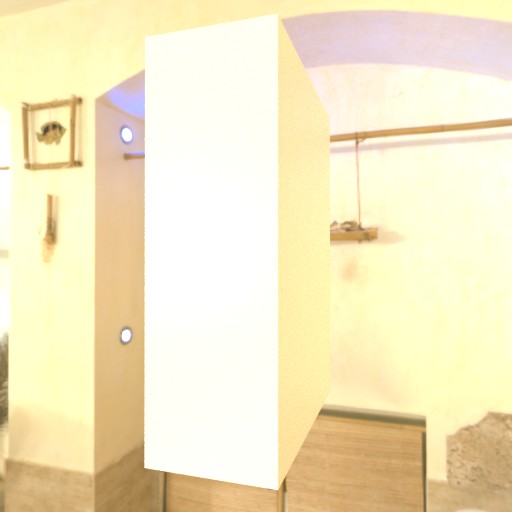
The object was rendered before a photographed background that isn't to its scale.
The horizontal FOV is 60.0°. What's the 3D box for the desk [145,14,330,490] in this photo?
[{"bbox_3d":[0.000,0.000,1.554,0.390,1.190,0.850,0,0,18],"label":"desk"}]
